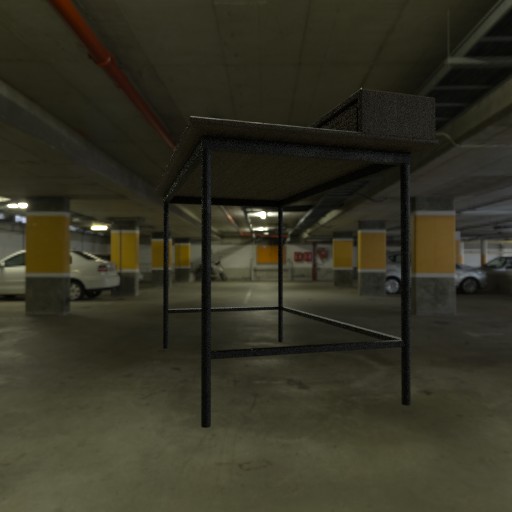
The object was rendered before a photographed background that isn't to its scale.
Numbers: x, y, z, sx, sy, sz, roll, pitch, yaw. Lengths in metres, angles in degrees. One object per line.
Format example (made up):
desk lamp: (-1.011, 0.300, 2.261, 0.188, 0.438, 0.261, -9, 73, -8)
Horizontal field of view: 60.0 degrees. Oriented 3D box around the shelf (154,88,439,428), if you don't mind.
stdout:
shelf: (0.000, 0.000, 1.696, 0.685, 0.865, 1.212, 0, -1, -17)
